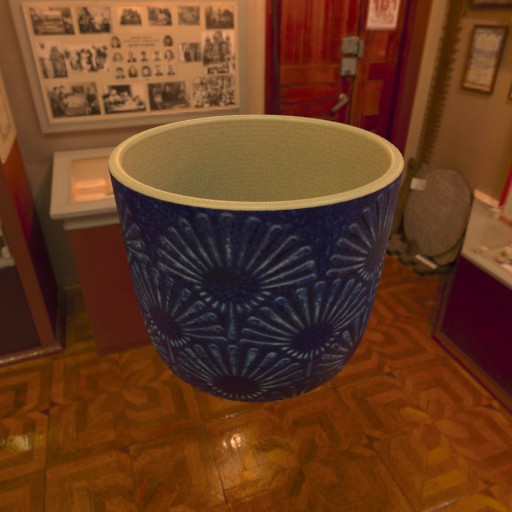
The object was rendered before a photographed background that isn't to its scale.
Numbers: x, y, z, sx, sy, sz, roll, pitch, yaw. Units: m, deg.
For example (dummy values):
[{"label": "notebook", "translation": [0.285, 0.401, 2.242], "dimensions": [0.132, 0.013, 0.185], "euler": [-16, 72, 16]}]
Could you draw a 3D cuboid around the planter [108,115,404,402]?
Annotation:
[{"label": "planter", "translation": [0.000, 0.000, 0.220], "dimensions": [0.124, 0.109, 0.124], "euler": [0, 31, 0]}]
